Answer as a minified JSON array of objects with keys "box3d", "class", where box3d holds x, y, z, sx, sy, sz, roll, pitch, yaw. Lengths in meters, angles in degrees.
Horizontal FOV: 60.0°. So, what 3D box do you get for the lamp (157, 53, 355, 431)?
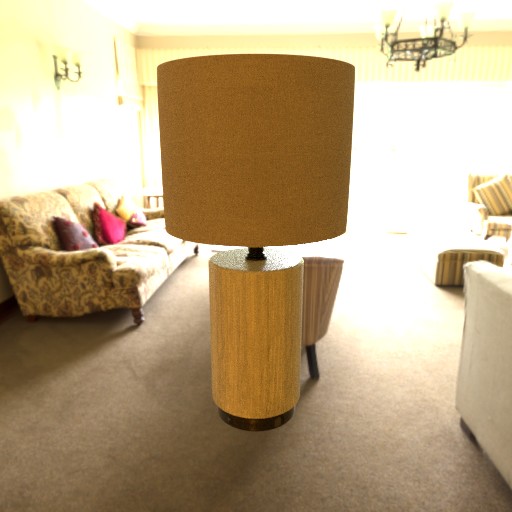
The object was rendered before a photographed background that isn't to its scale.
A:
[{"box3d":[0.000,0.000,0.572,0.228,0.444,0.228,15,21,43],"class":"lamp"}]
